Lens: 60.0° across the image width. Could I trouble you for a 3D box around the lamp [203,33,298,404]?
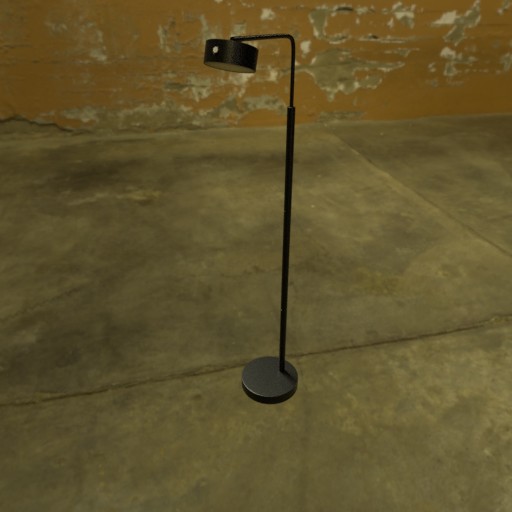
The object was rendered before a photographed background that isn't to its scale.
[{"bbox_3d":[0.000,0.000,1.372,0.219,1.230,0.418,17,33,28],"label":"lamp"}]
